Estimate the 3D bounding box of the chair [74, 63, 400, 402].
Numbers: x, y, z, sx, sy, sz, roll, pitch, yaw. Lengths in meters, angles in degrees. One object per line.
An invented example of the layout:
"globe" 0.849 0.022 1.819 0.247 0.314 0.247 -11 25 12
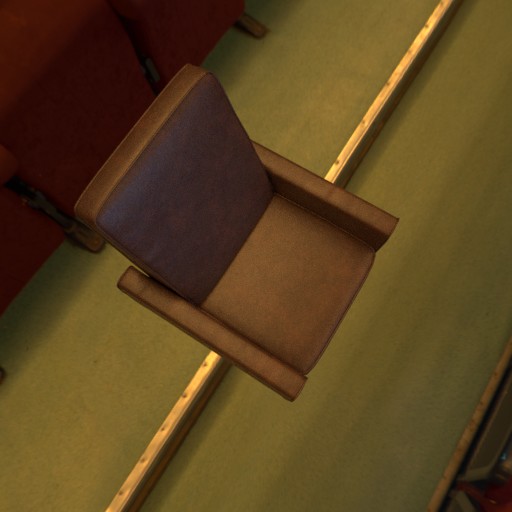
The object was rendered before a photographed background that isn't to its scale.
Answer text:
"chair" 0.000 0.000 1.539 0.746 1.013 0.705 31 77 8
